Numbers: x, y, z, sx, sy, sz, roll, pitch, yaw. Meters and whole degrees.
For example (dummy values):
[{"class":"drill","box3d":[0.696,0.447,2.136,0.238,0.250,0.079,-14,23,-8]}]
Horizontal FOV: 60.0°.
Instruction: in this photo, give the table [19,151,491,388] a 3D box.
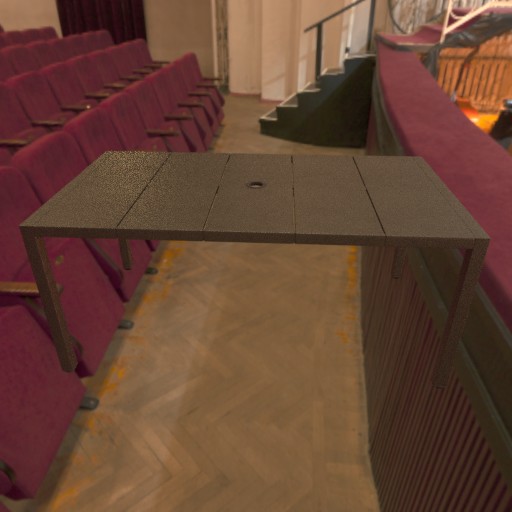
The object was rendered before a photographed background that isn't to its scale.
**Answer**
[{"class":"table","box3d":[0.000,0.000,2.149,1.680,0.735,0.914,2,30,3]}]
